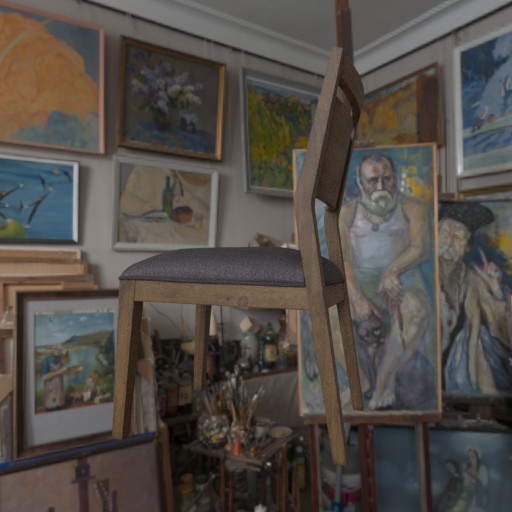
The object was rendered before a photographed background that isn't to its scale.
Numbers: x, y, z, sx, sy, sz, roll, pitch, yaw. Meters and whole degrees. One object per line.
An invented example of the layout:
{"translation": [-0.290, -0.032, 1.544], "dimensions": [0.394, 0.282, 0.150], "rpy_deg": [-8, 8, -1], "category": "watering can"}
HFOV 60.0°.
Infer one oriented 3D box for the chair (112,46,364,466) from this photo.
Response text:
{"translation": [0.000, 0.000, 1.277], "dimensions": [0.610, 0.939, 0.501], "rpy_deg": [0, -2, 18], "category": "chair"}
